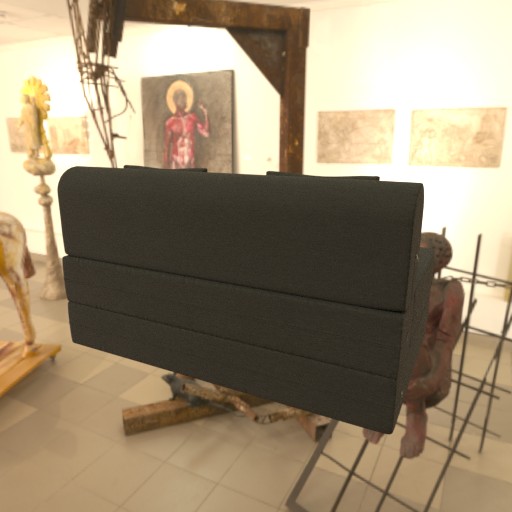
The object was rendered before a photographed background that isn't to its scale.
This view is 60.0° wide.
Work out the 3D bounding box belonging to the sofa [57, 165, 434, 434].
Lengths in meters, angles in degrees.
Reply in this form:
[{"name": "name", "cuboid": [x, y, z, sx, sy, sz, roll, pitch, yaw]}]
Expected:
[{"name": "sofa", "cuboid": [0.000, 0.000, 1.691, 1.225, 0.670, 0.762, 8, 18, 26]}]
